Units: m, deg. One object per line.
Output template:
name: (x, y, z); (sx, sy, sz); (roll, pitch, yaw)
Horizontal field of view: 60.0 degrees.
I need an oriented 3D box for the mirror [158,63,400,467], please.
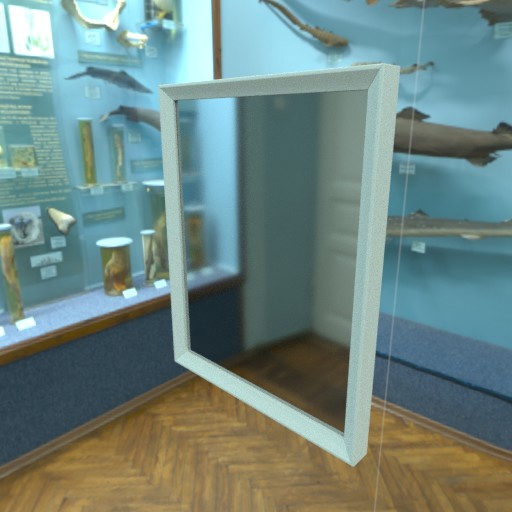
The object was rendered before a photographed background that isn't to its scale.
mirror: (0.000, 0.000, 0.679); (0.406, 0.509, 0.041); (15, 23, 41)
